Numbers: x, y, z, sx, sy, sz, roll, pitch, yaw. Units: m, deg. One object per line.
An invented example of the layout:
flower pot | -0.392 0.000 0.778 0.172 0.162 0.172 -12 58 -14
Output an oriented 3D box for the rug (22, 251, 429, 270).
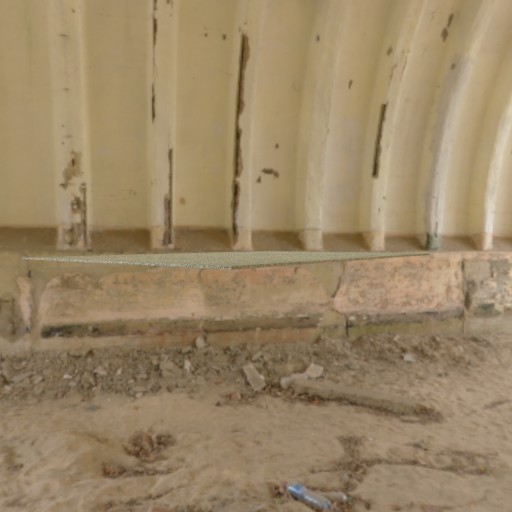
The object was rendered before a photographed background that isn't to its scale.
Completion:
rug | 0.000 0.000 2.904 1.547 0.013 2.283 1 2 38
